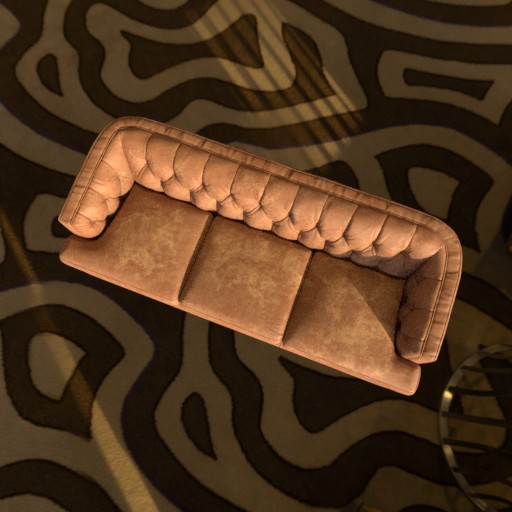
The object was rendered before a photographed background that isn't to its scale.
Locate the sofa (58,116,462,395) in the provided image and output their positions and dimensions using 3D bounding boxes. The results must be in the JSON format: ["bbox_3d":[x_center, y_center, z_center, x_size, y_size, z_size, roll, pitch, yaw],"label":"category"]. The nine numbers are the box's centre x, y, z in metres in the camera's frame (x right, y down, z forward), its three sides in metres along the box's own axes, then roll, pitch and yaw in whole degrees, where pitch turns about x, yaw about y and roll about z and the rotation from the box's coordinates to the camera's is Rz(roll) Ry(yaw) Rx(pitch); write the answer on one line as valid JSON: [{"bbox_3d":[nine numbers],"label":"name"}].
[{"bbox_3d":[0.000,0.000,2.729,2.257,0.791,0.922,20,75,6],"label":"sofa"}]
